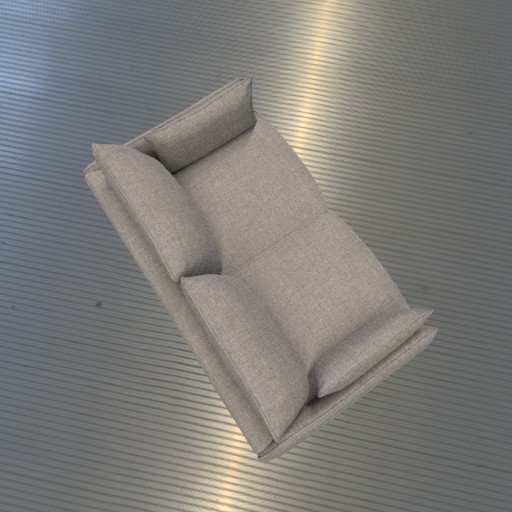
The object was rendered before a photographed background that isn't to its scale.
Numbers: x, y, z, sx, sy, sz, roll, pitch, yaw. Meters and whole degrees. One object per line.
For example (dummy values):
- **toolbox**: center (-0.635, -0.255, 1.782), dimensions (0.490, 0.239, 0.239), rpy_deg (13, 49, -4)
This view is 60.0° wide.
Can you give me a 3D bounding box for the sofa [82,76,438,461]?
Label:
- **sofa**: center (0.000, 0.000, 2.136), dimensions (0.972, 0.851, 1.580), rpy_deg (-33, 78, -8)
